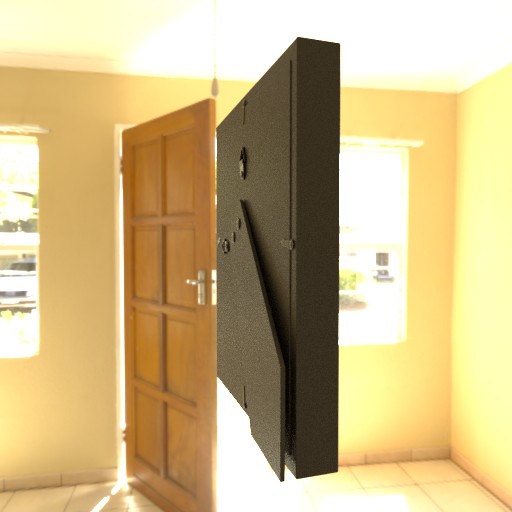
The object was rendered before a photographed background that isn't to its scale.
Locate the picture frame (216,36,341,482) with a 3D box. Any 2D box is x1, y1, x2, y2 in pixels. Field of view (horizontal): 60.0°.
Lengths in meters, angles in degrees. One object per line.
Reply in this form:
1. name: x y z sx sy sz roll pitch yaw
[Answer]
1. picture frame: 0.000 0.000 0.397 0.042 0.284 0.232 -1 2 -18
